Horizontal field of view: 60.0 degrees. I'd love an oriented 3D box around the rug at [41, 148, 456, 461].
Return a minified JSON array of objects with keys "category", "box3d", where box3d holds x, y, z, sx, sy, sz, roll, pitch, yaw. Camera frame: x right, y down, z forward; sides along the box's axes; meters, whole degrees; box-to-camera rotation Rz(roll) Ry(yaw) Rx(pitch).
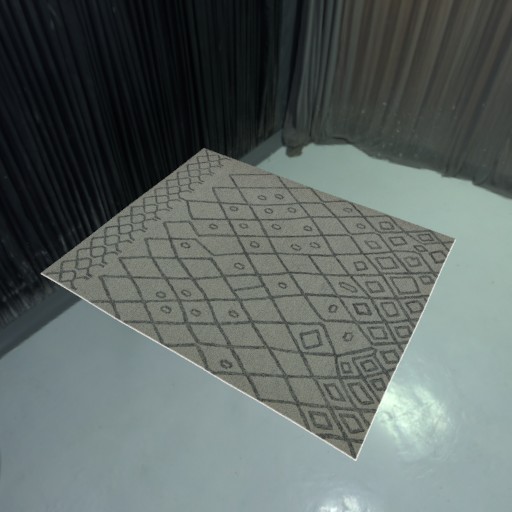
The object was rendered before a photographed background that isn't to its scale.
[{"category":"rug","box3d":[0.000,0.000,4.135,3.046,0.015,2.446,24,50,22]}]
